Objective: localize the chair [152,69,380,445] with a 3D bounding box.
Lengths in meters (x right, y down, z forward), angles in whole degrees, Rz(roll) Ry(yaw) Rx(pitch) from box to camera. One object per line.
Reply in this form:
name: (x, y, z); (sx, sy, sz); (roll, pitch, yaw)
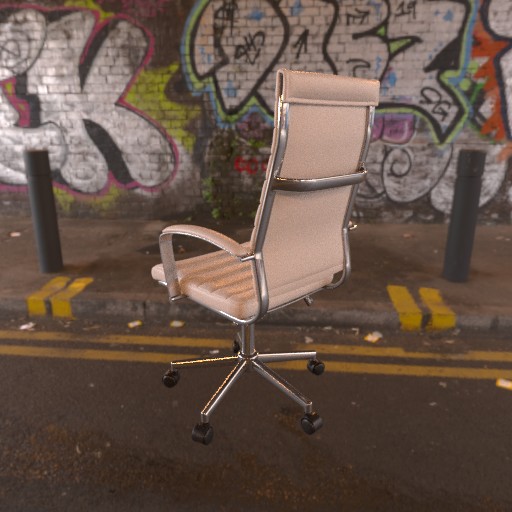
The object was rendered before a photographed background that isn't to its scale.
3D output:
chair: (0.000, 0.000, 1.561); (0.679, 1.149, 0.679); (-16, 23, -42)
